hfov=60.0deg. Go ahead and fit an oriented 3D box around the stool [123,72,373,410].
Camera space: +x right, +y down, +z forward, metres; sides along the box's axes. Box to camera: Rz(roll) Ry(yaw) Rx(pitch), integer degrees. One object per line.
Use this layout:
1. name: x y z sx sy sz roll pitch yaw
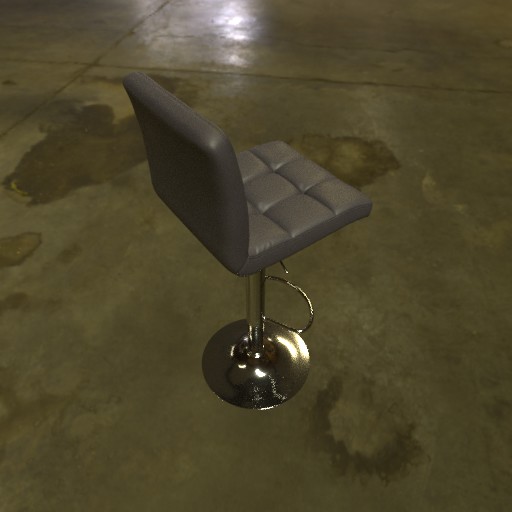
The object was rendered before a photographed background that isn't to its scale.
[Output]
1. stool: 0.000 0.000 1.378 0.505 1.115 0.430 -25 48 -25
